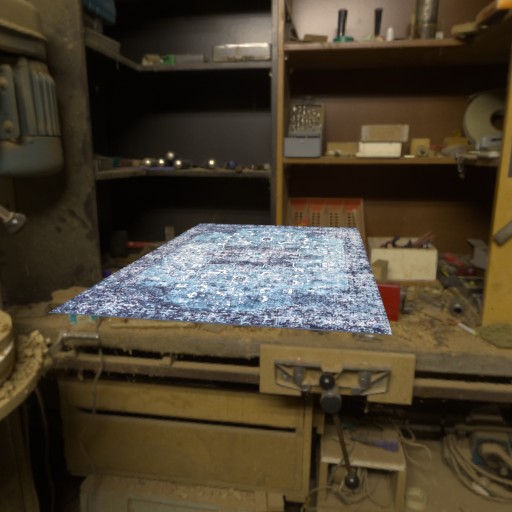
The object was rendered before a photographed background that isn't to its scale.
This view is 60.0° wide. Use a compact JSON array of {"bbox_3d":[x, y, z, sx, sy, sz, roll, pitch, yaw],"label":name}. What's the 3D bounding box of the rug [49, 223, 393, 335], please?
[{"bbox_3d":[0.000,0.000,3.074,1.525,0.007,2.440,2,14,9],"label":"rug"}]
